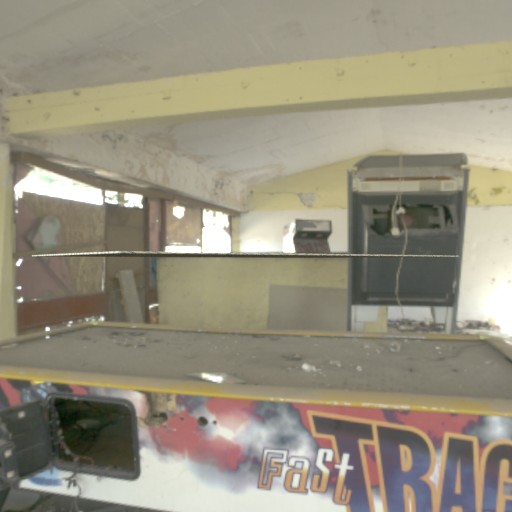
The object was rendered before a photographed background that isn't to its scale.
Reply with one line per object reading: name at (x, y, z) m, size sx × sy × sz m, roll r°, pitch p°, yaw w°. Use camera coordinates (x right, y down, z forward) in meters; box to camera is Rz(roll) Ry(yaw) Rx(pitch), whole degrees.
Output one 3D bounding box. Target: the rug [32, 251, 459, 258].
rug at (0.000, 0.000, 2.975) m, size 2.441 × 0.008 × 1.526 m, roll 0°, pitch -1°, yaw -38°
